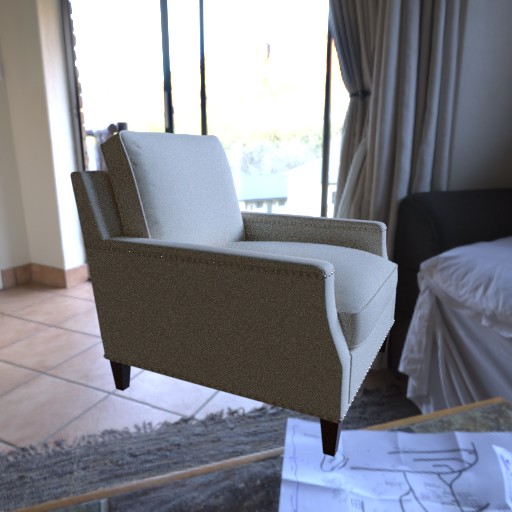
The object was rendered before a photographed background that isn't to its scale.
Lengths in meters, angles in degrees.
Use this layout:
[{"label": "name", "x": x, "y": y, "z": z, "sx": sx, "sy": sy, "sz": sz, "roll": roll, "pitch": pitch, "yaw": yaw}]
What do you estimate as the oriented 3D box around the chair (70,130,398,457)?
[{"label": "chair", "x": 0.000, "y": 0.000, "z": 1.737, "sx": 1.014, "sy": 0.943, "sz": 0.853, "roll": 7, "pitch": 15, "yaw": 26}]
